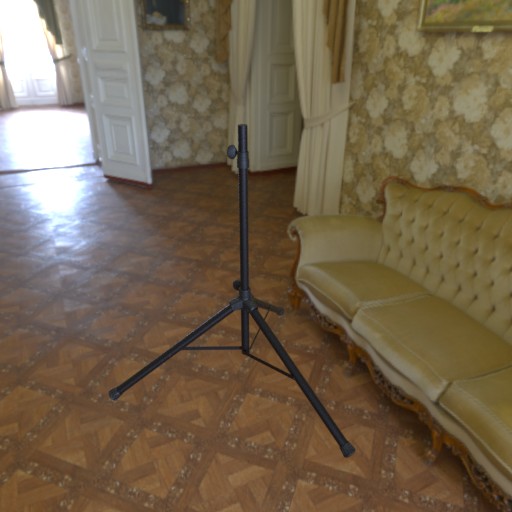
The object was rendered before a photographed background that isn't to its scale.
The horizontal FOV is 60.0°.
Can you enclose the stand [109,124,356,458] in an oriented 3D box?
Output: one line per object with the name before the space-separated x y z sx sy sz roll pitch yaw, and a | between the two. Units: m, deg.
stand | 0.000 0.000 1.890 1.045 1.136 0.907 8 27 17
